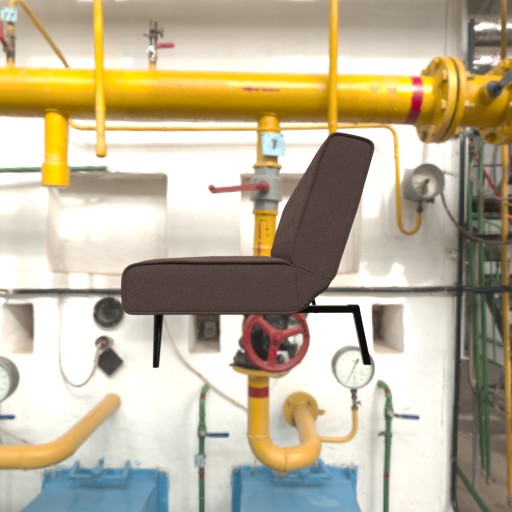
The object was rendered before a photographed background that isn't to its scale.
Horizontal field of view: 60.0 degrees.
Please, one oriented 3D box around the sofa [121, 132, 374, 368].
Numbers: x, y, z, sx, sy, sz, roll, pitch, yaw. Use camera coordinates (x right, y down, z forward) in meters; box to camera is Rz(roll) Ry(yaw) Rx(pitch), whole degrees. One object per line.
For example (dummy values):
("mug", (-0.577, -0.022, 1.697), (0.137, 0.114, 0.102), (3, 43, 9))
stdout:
("sofa", (0.000, 0.000, 2.070), (0.747, 0.699, 1.703), (0, 0, 0))
